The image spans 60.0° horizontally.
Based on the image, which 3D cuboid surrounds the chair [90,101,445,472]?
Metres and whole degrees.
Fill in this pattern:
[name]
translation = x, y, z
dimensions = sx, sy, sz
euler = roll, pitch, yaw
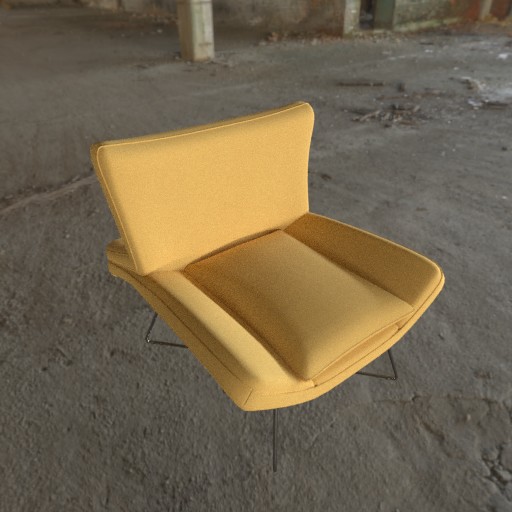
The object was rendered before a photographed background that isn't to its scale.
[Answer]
[chair]
translation = 0.000, 0.000, 1.562
dimensions = 0.859, 0.855, 1.008
euler = -23, 39, -31
